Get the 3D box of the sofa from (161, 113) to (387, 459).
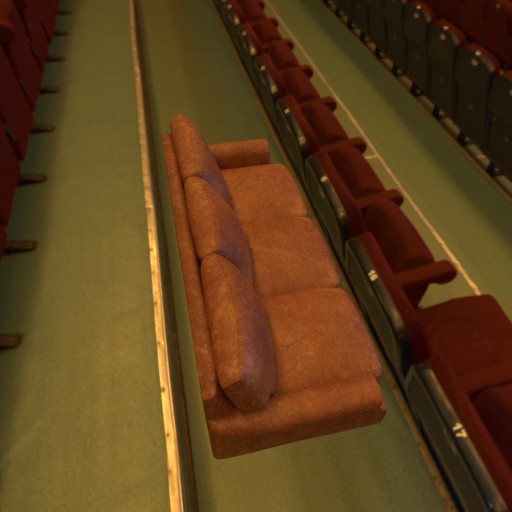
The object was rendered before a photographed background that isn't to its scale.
[{"bbox_3d":[0.000,0.000,2.886,0.973,0.977,2.351,-10,47,-9],"label":"sofa"}]
